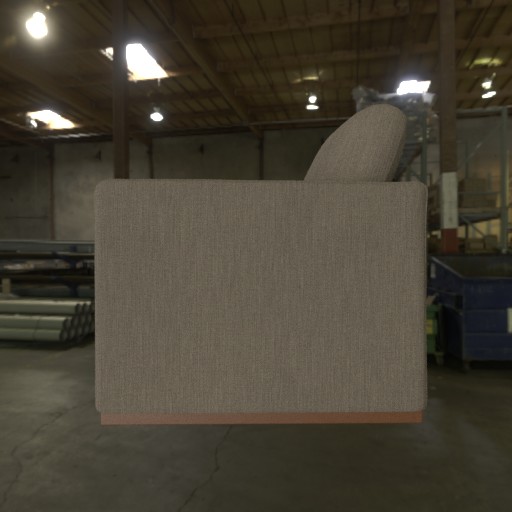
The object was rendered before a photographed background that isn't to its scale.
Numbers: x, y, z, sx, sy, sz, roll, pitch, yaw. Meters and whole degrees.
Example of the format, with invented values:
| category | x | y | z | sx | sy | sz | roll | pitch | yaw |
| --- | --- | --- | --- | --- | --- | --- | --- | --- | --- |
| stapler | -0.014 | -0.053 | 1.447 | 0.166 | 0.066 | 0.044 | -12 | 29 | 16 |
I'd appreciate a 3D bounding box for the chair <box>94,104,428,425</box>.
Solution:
| category | x | y | z | sx | sy | sz | roll | pitch | yaw |
| --- | --- | --- | --- | --- | --- | --- | --- | --- | --- |
| chair | 0.000 | 0.000 | 1.435 | 0.834 | 0.811 | 0.763 | 0 | 1 | -1 |
